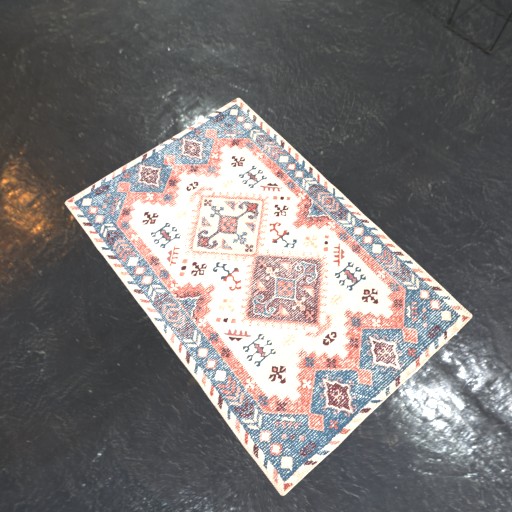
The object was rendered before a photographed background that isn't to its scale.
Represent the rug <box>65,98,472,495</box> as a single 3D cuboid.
[{"bbox_3d":[0.000,0.000,2.285,1.225,0.015,1.840,-36,70,-16],"label":"rug"}]
